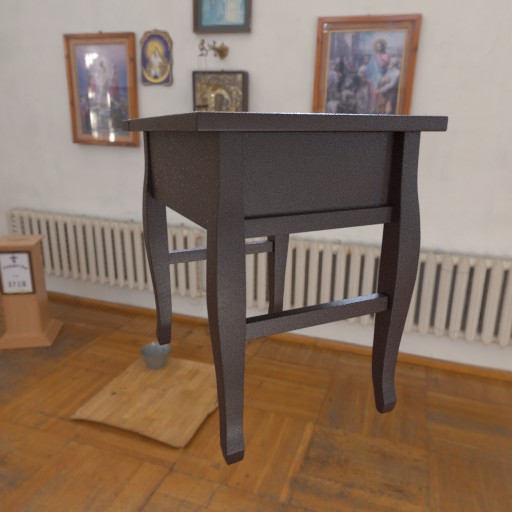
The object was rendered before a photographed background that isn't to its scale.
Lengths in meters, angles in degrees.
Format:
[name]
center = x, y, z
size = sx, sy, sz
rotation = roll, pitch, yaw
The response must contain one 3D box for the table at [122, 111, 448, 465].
[table]
center = 0.000, 0.000, 1.021
size = 0.460, 0.605, 0.602
rotation = -7, 17, -24
